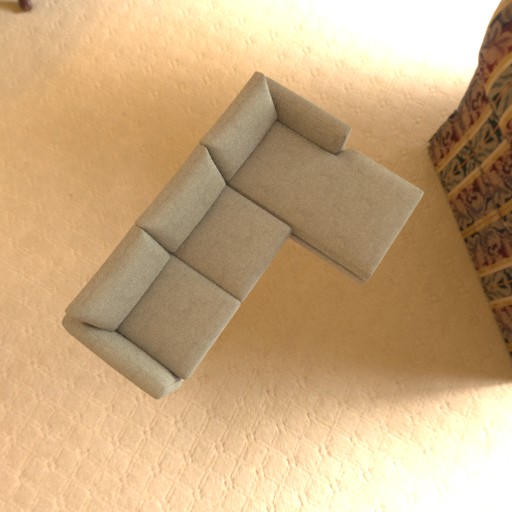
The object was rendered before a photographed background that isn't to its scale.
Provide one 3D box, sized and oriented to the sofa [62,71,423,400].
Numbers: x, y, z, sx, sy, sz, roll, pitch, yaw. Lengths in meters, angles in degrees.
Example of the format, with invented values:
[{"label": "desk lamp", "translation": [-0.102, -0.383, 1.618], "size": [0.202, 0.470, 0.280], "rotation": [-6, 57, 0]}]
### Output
[{"label": "sofa", "translation": [0.000, 0.000, 3.335], "size": [1.626, 0.864, 2.438], "rotation": [34, 78, 8]}]
